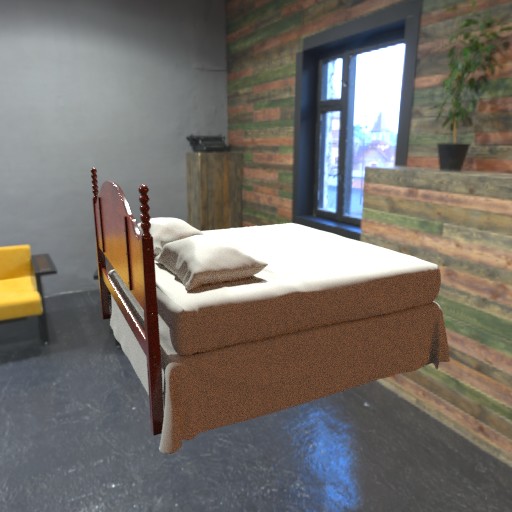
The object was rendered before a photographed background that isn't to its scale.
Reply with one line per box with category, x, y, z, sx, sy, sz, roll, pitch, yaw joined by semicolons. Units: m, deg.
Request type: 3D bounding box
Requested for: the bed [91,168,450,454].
bed;0.000;0.000;3.560;2.219;1.355;2.322;-7;16;-26
